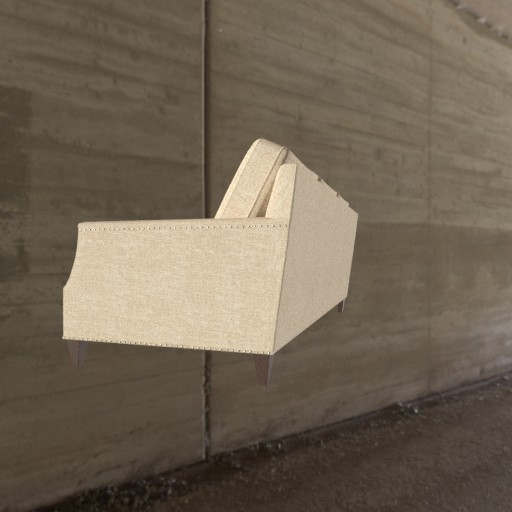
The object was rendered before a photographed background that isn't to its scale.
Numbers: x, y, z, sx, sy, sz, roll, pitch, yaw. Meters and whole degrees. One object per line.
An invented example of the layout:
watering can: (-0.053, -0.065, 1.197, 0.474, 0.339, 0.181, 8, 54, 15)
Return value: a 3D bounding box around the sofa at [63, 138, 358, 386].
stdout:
sofa: (0.000, 0.000, 2.776, 1.041, 0.940, 2.210, 0, 0, 18)
